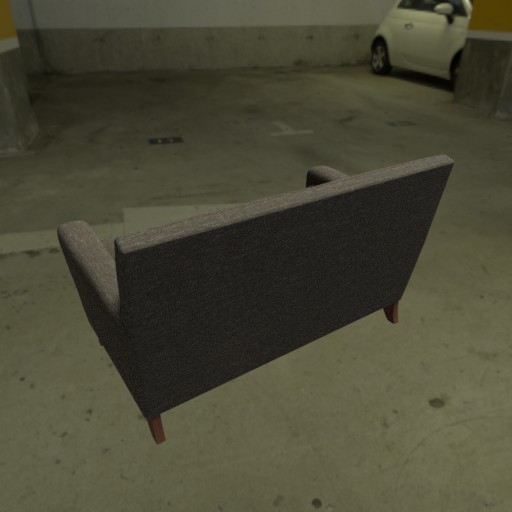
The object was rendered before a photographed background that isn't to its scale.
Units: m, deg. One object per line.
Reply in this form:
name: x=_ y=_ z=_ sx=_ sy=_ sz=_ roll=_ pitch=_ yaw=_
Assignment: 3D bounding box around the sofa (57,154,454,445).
sofa: x=0.000 y=0.000 z=2.033 sx=1.509 sy=0.905 sz=0.867 roll=-18 pitch=34 yaw=-29
